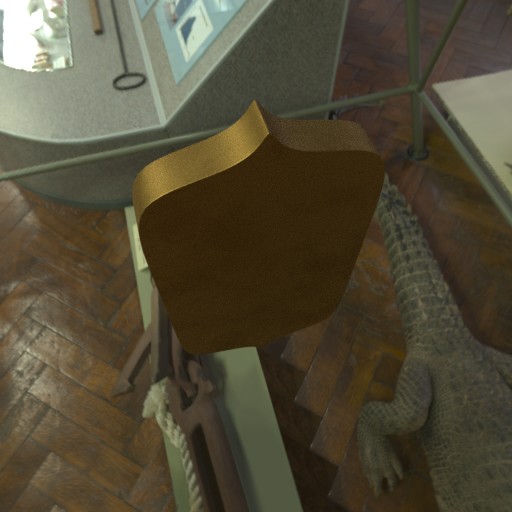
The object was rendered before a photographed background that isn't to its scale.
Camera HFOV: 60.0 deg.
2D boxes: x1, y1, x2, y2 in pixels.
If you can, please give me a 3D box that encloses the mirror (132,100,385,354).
[{"bbox_3d":[0.000,0.000,0.727,0.323,0.613,0.096,-14,59,-8],"label":"mirror"}]
